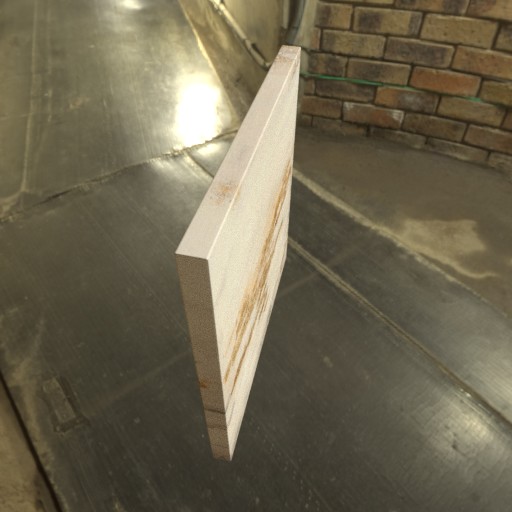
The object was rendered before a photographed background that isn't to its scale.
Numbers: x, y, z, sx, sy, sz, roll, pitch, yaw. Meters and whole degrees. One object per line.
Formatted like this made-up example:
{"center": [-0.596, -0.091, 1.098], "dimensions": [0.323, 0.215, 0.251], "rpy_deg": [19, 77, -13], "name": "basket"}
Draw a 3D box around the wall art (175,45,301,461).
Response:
{"center": [0.000, 0.000, 0.914], "dimensions": [0.040, 0.613, 0.611], "rpy_deg": [10, 47, 9], "name": "wall art"}
